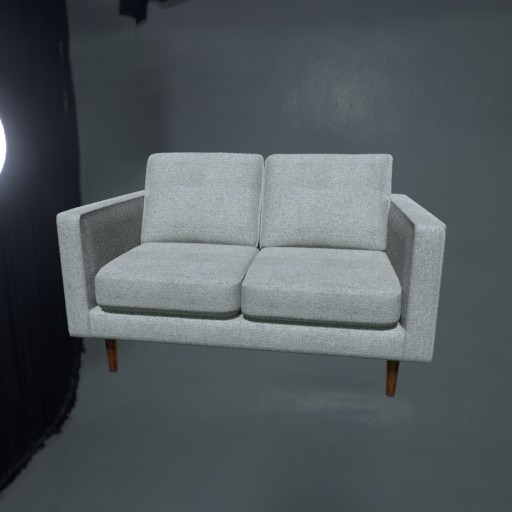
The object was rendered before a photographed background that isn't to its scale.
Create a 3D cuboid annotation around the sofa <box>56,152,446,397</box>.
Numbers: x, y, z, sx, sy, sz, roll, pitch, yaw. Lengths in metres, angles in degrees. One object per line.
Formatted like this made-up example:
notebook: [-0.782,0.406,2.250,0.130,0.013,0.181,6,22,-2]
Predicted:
sofa: [0.000,0.000,2.177,1.527,0.973,0.969,2,15,9]
